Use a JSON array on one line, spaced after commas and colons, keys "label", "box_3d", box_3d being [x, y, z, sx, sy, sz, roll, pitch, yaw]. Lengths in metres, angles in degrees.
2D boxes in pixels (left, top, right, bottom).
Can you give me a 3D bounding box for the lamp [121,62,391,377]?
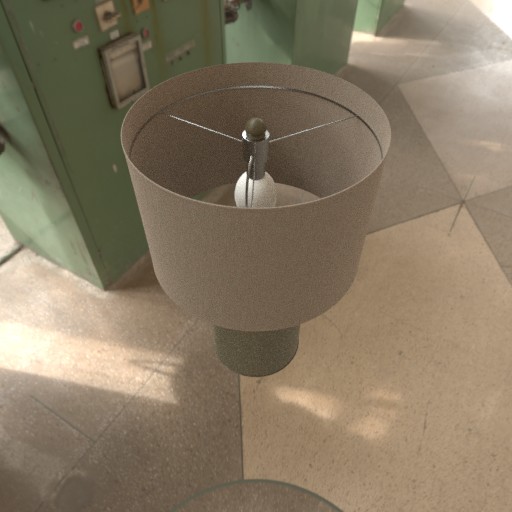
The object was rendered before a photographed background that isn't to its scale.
[{"label": "lamp", "box_3d": [0.000, 0.000, 0.708, 0.318, 0.486, 0.318, 0, 47, 0]}]
